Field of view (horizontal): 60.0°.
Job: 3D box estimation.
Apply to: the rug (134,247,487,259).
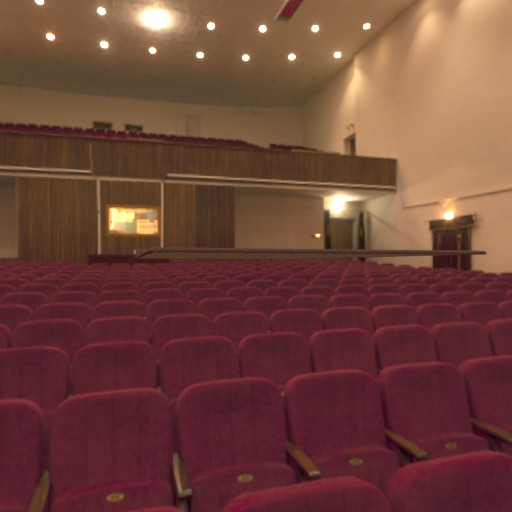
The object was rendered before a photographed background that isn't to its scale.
[{"bbox_3d":[0.000,0.000,2.078,1.067,0.013,1.676,0,-1,-17],"label":"rug"}]
